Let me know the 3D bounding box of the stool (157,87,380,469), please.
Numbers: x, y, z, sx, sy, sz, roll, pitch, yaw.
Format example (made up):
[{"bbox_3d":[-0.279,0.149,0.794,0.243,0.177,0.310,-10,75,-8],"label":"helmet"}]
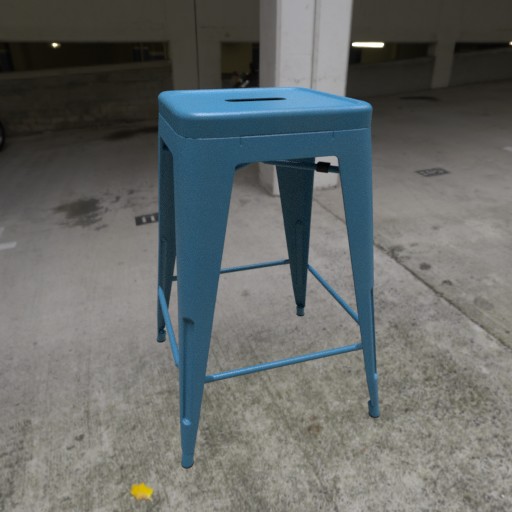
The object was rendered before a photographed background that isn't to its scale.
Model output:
[{"bbox_3d":[0.000,0.000,0.893,0.410,0.608,0.410,-8,27,-16],"label":"stool"}]
